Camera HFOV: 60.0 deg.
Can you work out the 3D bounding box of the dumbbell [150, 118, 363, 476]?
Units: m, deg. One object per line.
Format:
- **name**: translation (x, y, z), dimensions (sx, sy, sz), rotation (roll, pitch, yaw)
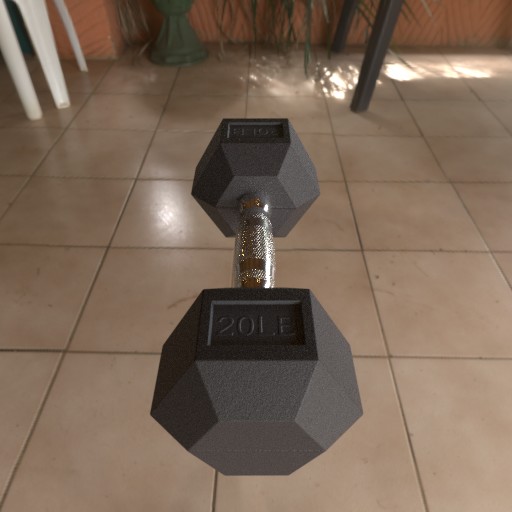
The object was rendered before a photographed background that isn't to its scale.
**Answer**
- **dumbbell**: translation (0.000, 0.000, 0.336), dimensions (0.116, 0.101, 0.297), rotation (0, 42, 0)
